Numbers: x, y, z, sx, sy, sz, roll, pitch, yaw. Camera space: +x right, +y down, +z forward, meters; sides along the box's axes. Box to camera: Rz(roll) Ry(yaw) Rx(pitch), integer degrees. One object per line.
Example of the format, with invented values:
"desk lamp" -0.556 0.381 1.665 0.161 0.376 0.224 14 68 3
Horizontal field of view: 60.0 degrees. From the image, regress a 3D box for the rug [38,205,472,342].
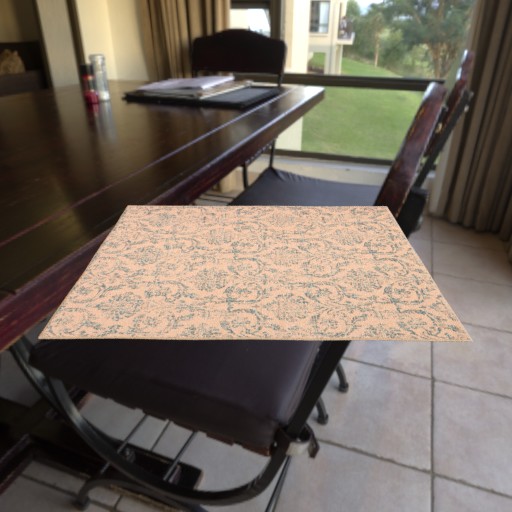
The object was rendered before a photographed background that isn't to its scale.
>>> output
"rug" 0.000 0.000 4.066 2.980 0.012 2.363 0 29 0
